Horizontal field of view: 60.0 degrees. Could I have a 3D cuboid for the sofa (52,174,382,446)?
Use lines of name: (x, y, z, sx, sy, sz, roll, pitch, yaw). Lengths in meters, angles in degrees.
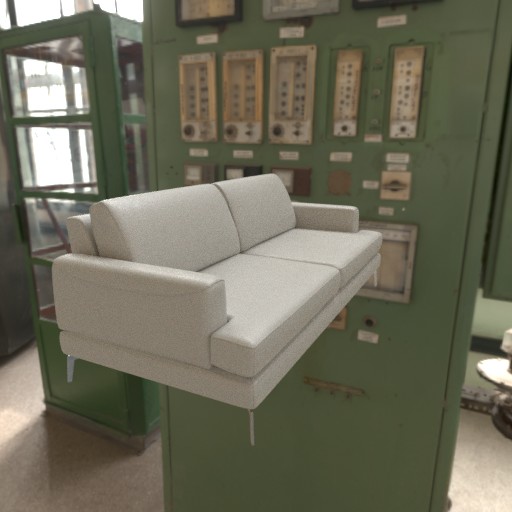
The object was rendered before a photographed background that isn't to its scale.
sofa: (0.000, 0.000, 2.403, 0.974, 0.765, 1.940, 7, 16, 26)
